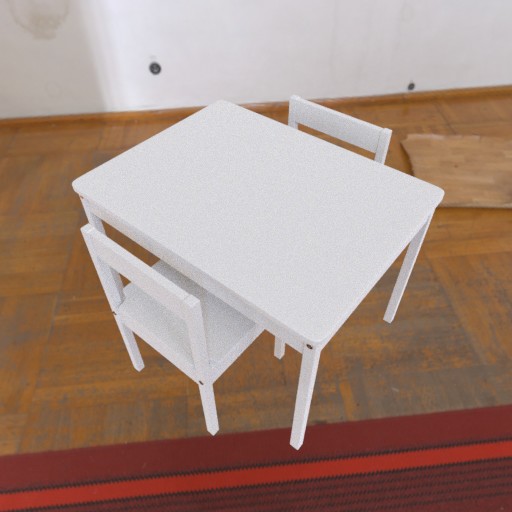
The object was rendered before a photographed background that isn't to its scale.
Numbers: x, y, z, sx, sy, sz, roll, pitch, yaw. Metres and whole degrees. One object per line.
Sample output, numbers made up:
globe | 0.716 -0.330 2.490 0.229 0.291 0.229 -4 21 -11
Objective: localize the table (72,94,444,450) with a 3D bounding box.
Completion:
table | 0.000 0.000 1.108 0.650 0.503 0.672 30 53 26
